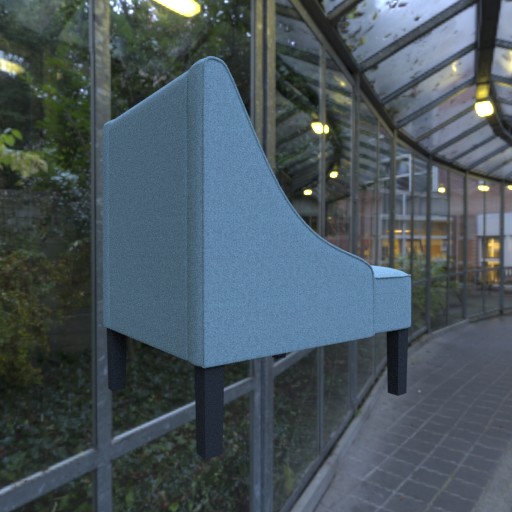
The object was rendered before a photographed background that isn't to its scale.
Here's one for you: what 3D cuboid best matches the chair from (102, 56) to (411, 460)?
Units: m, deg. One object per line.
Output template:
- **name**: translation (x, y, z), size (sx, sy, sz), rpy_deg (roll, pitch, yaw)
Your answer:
- **chair**: translation (0.000, 0.000, 1.859), size (1.025, 1.133, 0.857), rpy_deg (-1, 1, -37)
